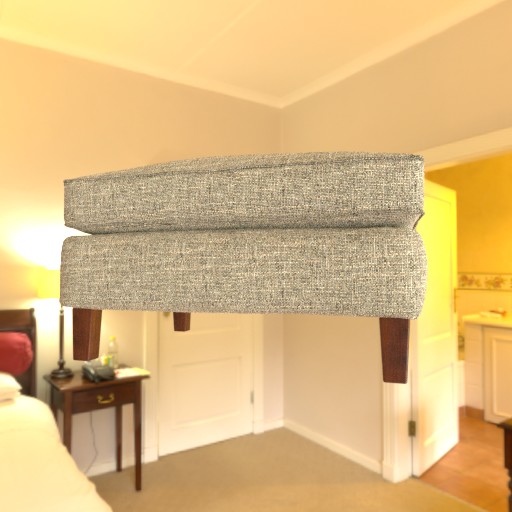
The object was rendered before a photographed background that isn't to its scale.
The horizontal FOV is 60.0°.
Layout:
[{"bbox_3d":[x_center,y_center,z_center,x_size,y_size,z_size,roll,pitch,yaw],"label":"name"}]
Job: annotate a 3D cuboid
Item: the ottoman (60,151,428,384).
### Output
[{"bbox_3d":[0.000,0.000,0.979,0.686,0.406,0.508,-1,-2,17],"label":"ottoman"}]
